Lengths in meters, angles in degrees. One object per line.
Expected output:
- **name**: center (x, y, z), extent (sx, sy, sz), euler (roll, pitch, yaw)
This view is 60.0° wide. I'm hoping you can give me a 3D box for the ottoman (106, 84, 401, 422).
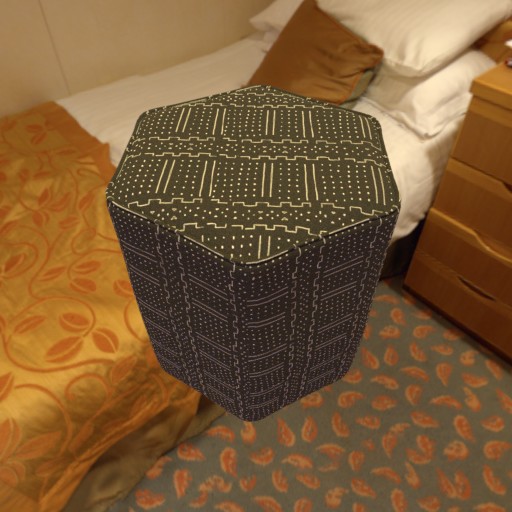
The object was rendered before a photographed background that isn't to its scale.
- **ottoman**: center (0.000, 0.000, 0.889), extent (0.443, 0.502, 0.494), euler (2, 46, 2)
